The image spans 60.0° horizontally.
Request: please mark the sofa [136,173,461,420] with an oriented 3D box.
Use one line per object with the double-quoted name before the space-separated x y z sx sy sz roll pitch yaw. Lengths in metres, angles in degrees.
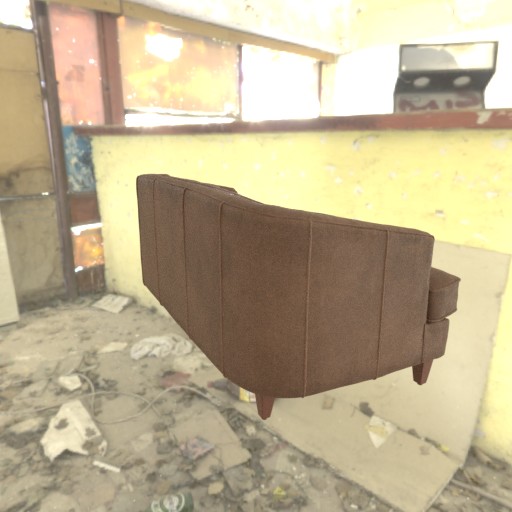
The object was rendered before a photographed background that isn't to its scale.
"sofa" 0.000 0.000 2.259 0.917 0.799 1.767 -7 16 -26
